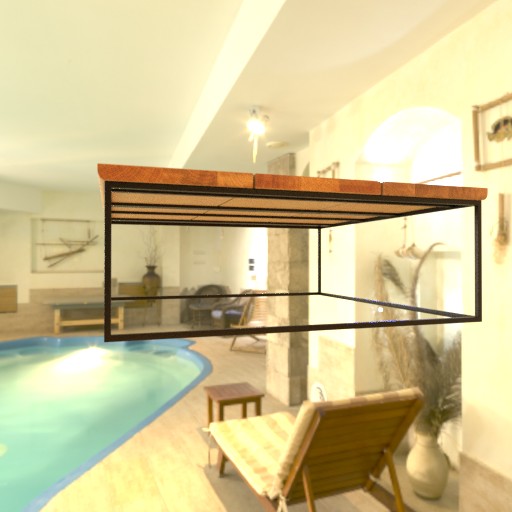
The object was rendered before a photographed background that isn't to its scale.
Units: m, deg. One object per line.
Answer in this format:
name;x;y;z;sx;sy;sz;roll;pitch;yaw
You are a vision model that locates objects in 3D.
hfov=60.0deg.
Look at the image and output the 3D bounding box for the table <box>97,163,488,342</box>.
table;0.000;0.000;1.676;1.100;0.400;1.100;0;-1;-18
